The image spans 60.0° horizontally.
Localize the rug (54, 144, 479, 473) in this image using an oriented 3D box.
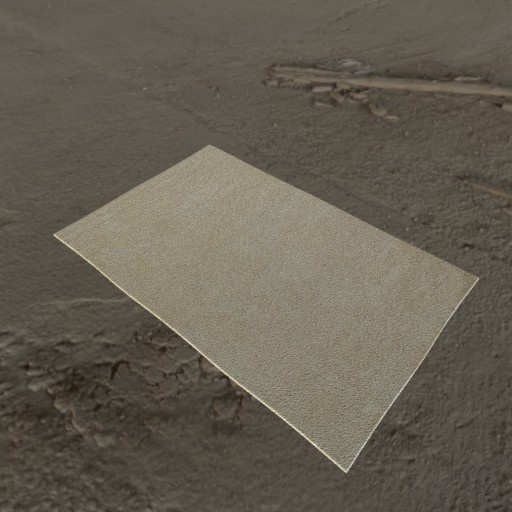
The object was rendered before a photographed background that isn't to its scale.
[{"bbox_3d":[0.000,0.000,2.882,2.346,0.025,1.500,32,53,27],"label":"rug"}]
